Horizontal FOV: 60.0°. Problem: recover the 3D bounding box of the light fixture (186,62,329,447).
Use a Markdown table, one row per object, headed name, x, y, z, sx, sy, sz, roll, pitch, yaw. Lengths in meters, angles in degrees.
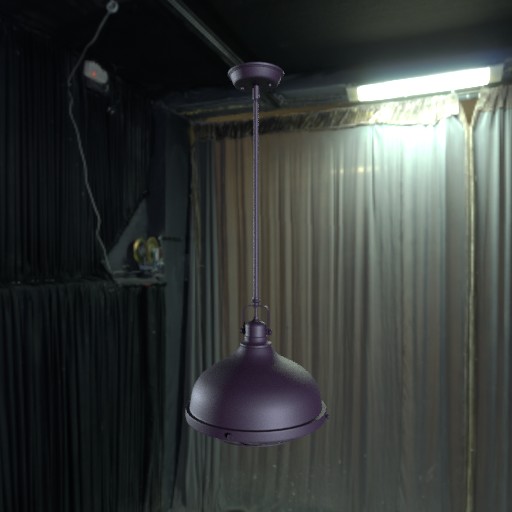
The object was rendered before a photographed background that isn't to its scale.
| name | x | y | z | sx | sy | sz | roll | pitch | yaw |
| --- | --- | --- | --- | --- | --- | --- | --- | --- | --- |
| light fixture | 0.000 | 0.000 | 1.037 | 0.341 | 0.849 | 0.341 | 0 | 0 | 17 |
